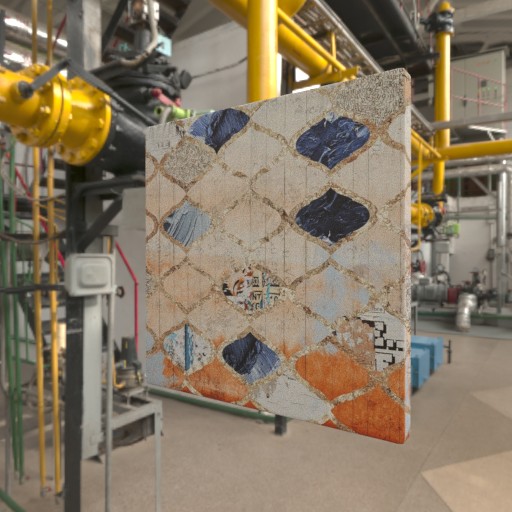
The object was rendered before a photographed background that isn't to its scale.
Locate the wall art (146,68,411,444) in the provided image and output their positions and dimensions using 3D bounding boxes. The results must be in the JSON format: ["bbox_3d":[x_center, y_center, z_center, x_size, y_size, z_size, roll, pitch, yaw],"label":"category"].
[{"bbox_3d":[0.000,0.000,0.752,0.507,0.508,0.038,0,0,34],"label":"wall art"}]
